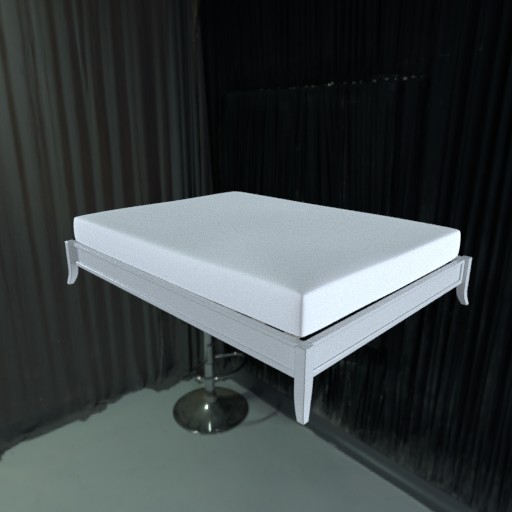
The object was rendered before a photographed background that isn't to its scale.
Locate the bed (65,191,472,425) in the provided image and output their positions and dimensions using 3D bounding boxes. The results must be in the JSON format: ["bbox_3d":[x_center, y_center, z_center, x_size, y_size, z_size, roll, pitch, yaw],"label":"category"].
[{"bbox_3d":[0.000,0.000,2.833,1.604,0.510,2.108,-17,24,-42],"label":"bed"}]
